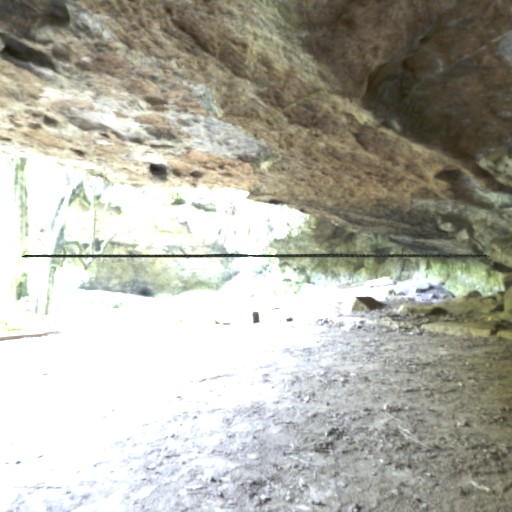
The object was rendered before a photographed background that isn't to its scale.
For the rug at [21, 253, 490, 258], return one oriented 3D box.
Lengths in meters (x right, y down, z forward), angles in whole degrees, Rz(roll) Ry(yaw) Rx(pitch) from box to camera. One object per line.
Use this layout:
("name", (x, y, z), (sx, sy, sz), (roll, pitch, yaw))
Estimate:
("rug", (0.000, 0.000, 3.070), (2.443, 0.021, 1.538), (0, 0, -1))
